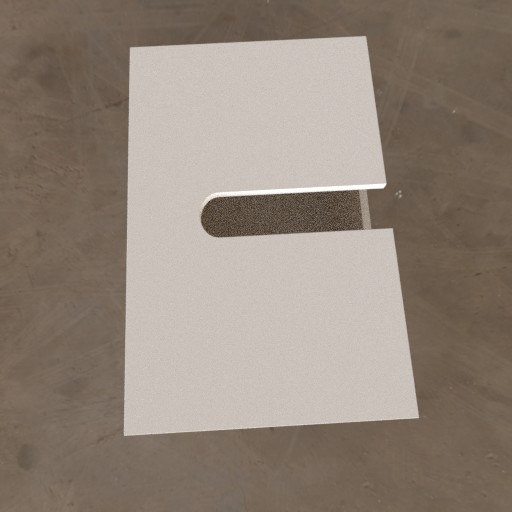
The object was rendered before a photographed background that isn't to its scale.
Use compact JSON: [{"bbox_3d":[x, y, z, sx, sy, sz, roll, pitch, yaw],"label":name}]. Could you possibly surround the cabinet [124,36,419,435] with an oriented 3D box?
[{"bbox_3d":[0.000,0.000,0.912,0.400,0.522,0.600,-3,76,-1],"label":"cabinet"}]
